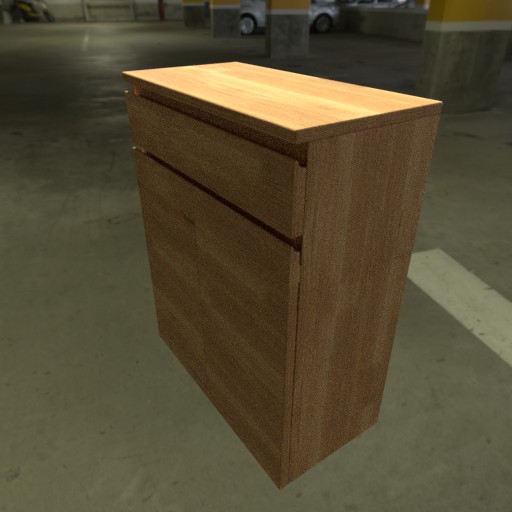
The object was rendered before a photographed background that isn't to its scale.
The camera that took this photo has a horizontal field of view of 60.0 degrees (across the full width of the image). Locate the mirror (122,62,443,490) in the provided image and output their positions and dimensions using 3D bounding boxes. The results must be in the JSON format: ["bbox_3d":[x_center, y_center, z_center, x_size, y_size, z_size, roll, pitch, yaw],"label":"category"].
[{"bbox_3d":[0.000,0.000,1.367,0.400,1.000,0.800,-19,36,-30],"label":"mirror"}]
